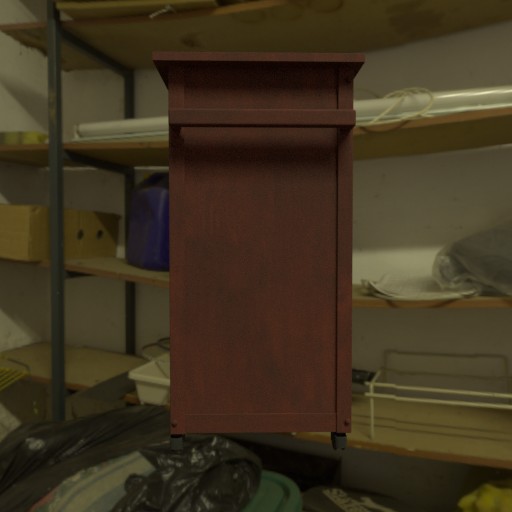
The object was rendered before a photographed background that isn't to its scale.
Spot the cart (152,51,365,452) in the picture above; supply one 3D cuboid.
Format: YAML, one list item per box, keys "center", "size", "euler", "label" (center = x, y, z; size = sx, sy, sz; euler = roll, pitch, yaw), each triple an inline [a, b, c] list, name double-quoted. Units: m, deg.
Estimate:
- center: [0.000, 0.000, 1.255]
  size: [0.442, 0.864, 0.683]
  euler: [0, 2, -1]
  label: "cart"
